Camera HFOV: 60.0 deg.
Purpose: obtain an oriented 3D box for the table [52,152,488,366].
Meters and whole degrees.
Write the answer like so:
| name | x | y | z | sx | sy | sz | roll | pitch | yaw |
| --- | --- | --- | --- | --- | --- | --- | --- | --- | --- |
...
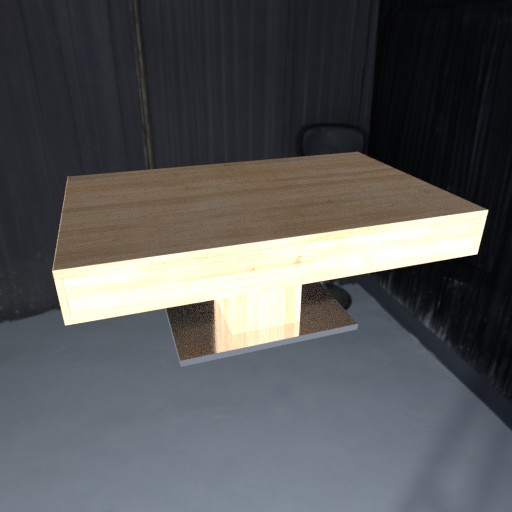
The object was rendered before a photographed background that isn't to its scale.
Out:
| name | x | y | z | sx | sy | sz | roll | pitch | yaw |
| --- | --- | --- | --- | --- | --- | --- | --- | --- | --- |
| table | 0.000 | 0.000 | 1.446 | 1.100 | 0.440 | 0.700 | -8 | 28 | -16 |
